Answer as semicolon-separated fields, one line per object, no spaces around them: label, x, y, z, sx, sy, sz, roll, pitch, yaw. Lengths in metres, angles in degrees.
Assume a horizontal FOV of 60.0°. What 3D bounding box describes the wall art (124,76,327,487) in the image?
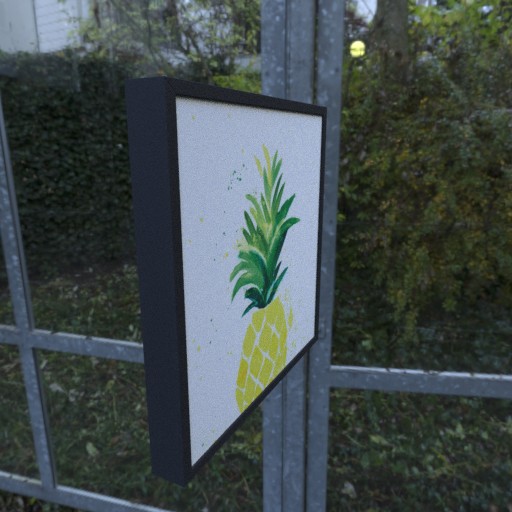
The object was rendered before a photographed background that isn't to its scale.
wall art;0.000;0.000;0.450;0.033;0.304;0.305;8;16;27
